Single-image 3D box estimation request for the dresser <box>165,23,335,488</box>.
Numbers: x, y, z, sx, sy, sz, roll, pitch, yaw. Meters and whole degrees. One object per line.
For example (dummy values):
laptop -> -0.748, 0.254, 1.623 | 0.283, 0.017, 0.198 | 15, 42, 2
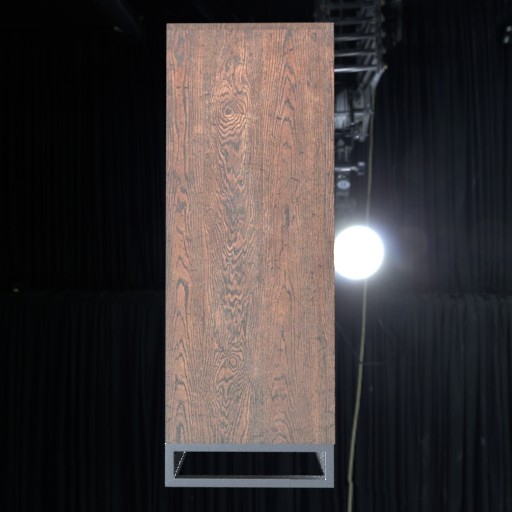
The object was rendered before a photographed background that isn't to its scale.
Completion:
dresser -> 0.000, 0.000, 1.742 | 0.508, 1.321, 0.965 | 0, -1, 1
